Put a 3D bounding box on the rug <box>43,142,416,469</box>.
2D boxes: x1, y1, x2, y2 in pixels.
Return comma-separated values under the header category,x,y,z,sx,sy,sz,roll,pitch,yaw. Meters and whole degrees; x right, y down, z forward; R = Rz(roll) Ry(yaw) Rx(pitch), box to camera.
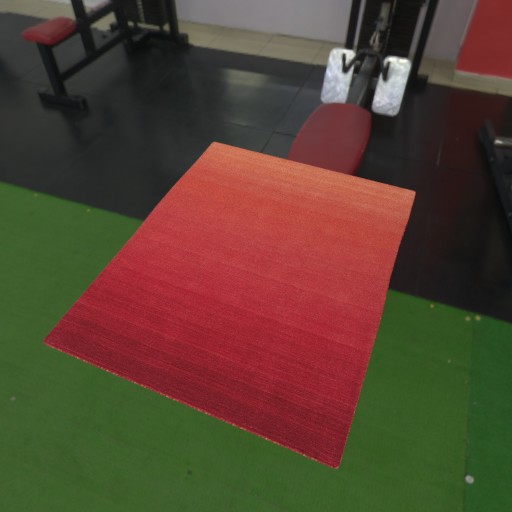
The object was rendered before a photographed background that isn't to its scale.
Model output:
category,x,y,z,sx,sy,sz,roll,pitch,yaw
rug,0.000,0.000,3.953,2.340,0.028,2.905,17,50,15
